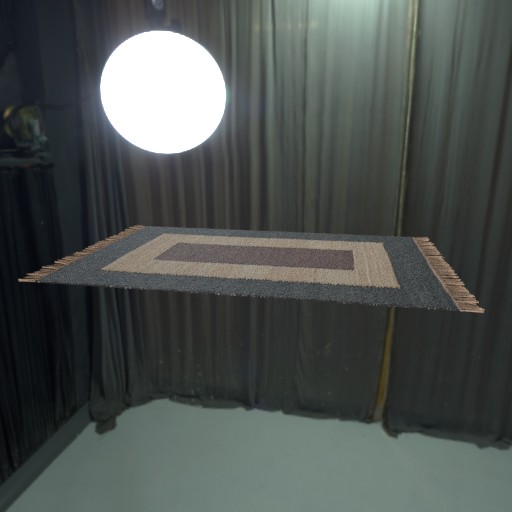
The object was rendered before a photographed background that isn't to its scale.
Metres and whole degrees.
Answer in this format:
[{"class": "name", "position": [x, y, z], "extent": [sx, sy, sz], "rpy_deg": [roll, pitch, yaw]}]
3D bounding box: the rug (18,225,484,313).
[{"class": "rug", "position": [0.000, 0.000, 2.434], "extent": [2.021, 0.027, 1.224], "rpy_deg": [3, 16, 10]}]
